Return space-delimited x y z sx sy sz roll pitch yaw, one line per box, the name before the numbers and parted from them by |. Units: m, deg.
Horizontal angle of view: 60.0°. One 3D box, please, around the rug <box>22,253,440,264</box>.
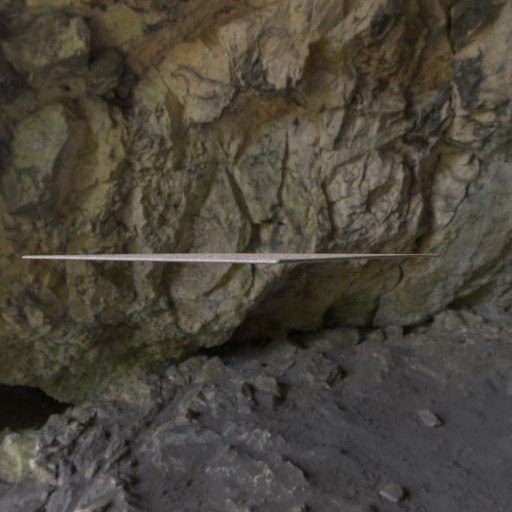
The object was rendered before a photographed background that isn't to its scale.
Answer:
rug | 0.000 0.000 4.040 2.472 0.035 3.017 0 1 36
